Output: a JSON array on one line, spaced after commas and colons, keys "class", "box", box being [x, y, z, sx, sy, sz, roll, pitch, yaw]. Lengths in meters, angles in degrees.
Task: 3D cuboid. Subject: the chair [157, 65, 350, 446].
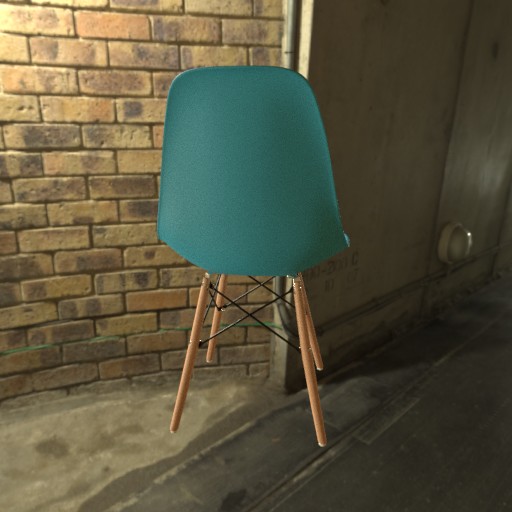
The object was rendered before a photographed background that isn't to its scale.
[{"class": "chair", "box": [0.000, 0.000, 1.127, 0.470, 0.826, 0.531, 2, 16, 7]}]
